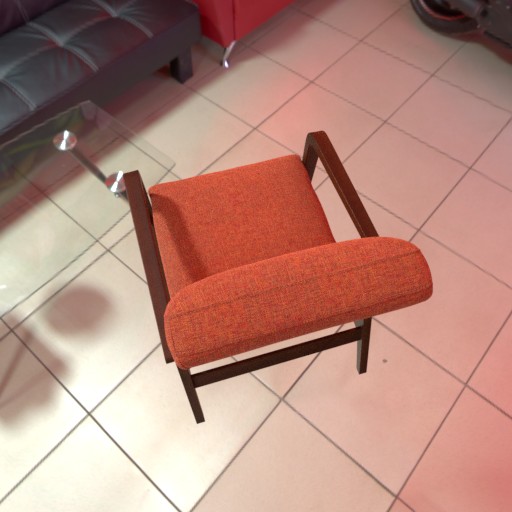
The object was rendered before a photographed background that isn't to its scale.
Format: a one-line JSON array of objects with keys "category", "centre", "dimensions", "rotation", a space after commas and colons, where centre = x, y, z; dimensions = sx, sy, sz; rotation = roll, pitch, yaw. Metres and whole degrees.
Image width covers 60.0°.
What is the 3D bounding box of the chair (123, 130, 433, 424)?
[{"category": "chair", "centre": [0.000, 0.000, 1.471], "dimensions": [0.719, 0.890, 0.860], "rotation": [-14, 61, -8]}]
